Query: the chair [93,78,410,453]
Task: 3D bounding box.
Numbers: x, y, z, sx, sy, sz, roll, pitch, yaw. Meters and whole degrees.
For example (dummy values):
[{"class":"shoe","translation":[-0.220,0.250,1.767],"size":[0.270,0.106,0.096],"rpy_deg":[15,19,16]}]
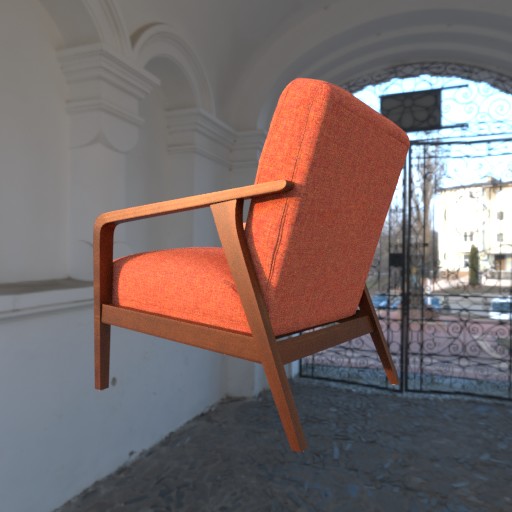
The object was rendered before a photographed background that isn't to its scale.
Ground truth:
[{"class":"chair","translation":[0.000,0.000,1.486],"size":[0.860,0.890,0.719],"rpy_deg":[0,0,37]}]
